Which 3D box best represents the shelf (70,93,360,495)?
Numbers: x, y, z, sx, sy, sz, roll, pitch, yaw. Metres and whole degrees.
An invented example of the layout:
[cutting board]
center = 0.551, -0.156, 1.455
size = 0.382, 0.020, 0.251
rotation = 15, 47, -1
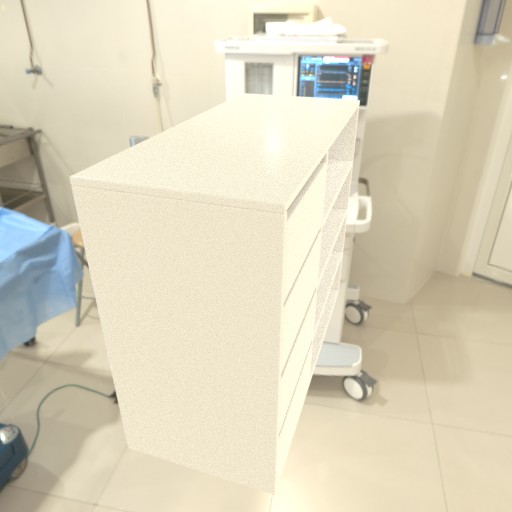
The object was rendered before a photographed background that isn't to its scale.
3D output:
[shelf]
center = 0.000, 0.000, 1.277
size = 0.396, 0.732, 0.895
rotation = 9, 31, 16
